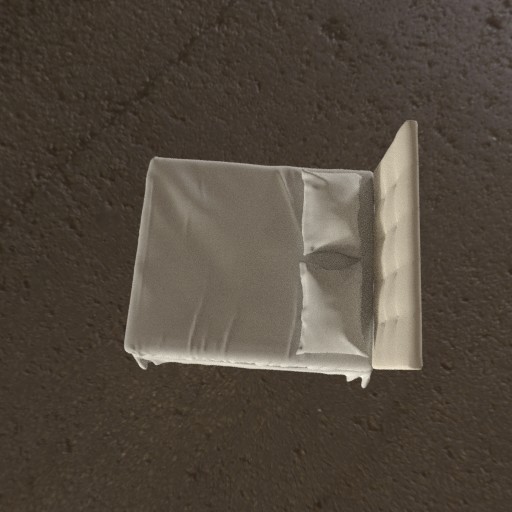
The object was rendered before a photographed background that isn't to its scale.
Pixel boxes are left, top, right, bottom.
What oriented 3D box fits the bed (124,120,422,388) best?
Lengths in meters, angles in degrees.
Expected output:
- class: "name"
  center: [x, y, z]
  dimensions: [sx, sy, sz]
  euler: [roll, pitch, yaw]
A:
- class: "bed"
  center: [0.000, 0.000, 3.531]
  dimensions: [2.222, 1.577, 1.936]
  euler: [4, 76, 1]
